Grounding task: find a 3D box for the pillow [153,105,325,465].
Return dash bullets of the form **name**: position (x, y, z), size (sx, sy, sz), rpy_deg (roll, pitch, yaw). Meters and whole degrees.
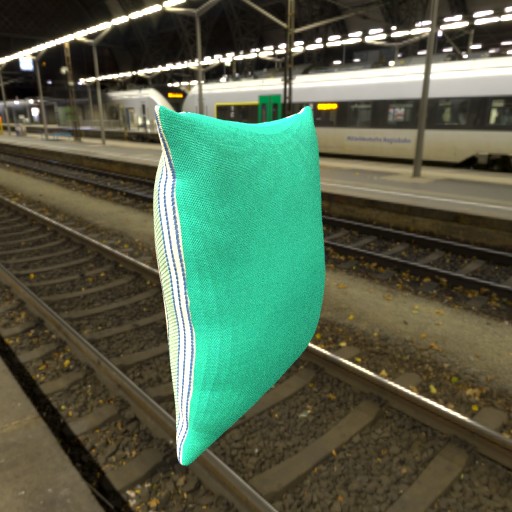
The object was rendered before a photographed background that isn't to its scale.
- **pillow**: position (0.000, 0.000, 0.676), size (0.182, 0.441, 0.440), rpy_deg (9, 19, 25)
